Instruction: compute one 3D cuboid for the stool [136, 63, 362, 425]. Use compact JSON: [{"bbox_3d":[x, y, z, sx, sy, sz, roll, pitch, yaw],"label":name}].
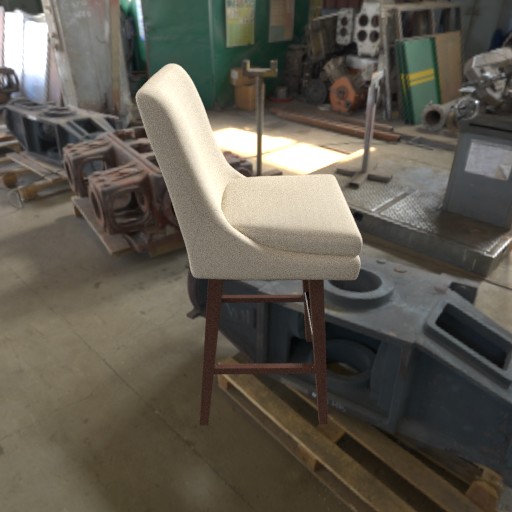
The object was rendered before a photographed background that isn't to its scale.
[{"bbox_3d":[0.000,0.000,1.422,0.559,1.093,0.483,0,32,-1],"label":"stool"}]
